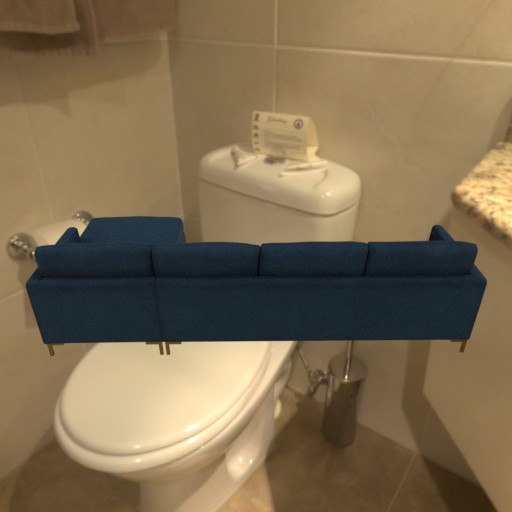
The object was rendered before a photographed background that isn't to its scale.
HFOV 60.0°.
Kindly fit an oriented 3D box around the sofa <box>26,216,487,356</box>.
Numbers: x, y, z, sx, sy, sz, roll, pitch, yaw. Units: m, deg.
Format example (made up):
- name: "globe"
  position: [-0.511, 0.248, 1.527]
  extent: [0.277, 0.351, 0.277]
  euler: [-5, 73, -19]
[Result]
- name: "sofa"
  position: [0.000, 0.000, 3.413]
  extent: [2.932, 0.810, 1.350]
  euler: [0, 30, -1]
